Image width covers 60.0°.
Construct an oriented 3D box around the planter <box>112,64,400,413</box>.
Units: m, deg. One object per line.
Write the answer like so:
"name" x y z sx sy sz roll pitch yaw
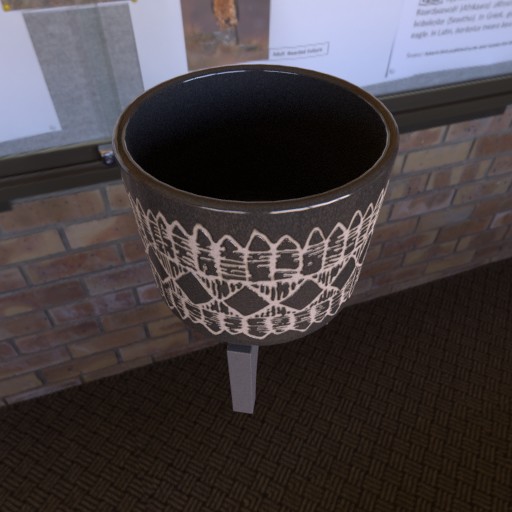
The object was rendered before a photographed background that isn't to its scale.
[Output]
"planter" 0.000 0.000 0.265 0.129 0.177 0.129 0 45 0
